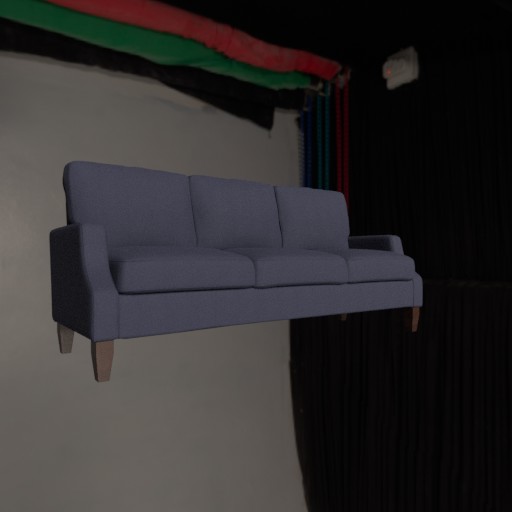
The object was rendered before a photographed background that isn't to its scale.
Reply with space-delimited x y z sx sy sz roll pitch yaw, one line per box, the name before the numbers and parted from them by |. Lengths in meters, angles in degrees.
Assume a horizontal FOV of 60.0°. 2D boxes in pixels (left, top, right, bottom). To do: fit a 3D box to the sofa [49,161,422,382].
sofa | 0.000 0.000 2.624 2.115 0.984 0.888 0 0 -36
